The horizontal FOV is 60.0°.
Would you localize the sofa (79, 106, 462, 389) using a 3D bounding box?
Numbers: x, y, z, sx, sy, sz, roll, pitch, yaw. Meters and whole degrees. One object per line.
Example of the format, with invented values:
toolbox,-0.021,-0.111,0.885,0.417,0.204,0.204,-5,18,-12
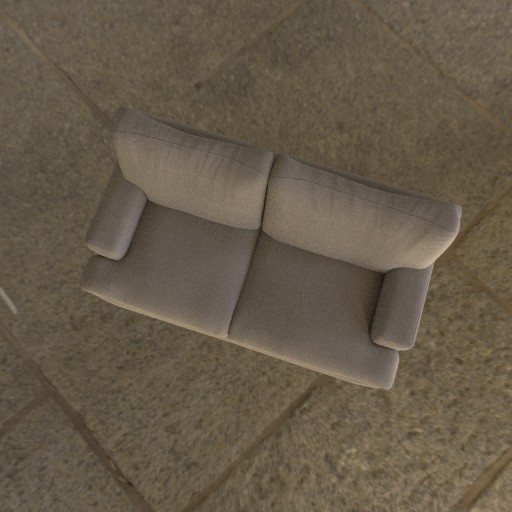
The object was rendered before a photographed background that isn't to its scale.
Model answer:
sofa,0.000,0.000,2.440,1.855,0.980,0.962,17,77,4
